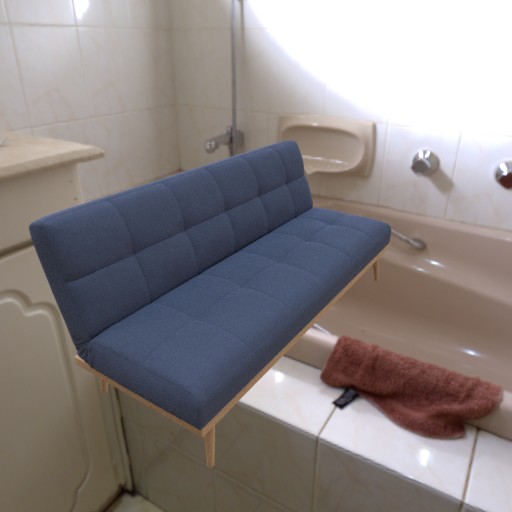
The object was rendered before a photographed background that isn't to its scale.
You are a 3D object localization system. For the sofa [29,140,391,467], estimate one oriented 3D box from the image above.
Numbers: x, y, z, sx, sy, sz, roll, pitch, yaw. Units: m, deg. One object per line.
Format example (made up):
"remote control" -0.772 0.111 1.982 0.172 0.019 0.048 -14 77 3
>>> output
"sofa" 0.000 0.000 2.196 0.796 0.800 1.800 16 30 30
